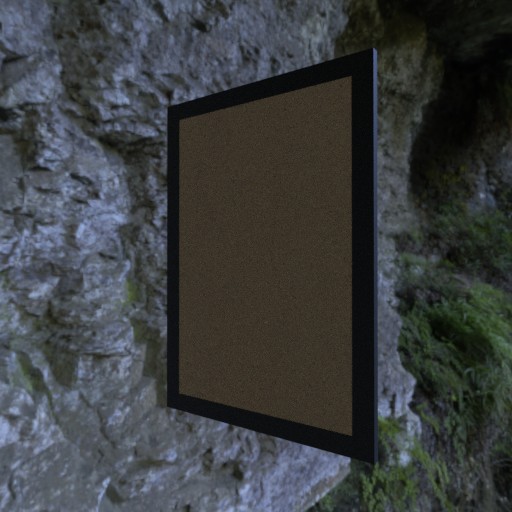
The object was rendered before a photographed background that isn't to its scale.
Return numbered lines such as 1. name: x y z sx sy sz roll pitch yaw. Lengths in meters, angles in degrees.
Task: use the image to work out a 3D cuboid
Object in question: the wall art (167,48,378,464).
1. wall art: 0.000 0.000 0.683 0.381 0.534 0.013 0 -1 36
